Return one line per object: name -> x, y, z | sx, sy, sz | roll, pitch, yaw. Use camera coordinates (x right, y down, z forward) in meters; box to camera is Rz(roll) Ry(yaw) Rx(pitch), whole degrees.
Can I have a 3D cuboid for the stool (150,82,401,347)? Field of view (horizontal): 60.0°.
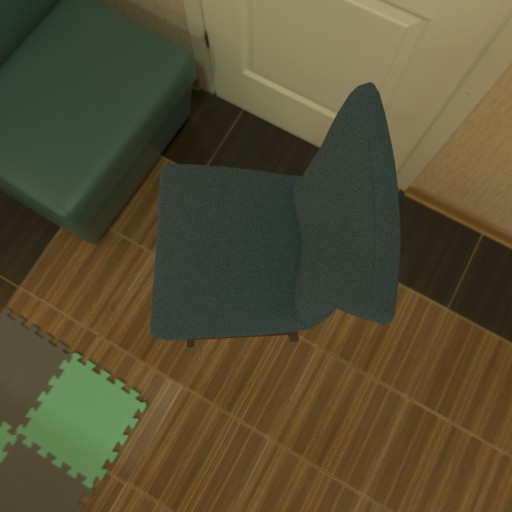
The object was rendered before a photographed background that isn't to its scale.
stool -> 0.000, 0.000, 1.339 | 0.574, 1.000, 0.514 | 0, 75, 0
